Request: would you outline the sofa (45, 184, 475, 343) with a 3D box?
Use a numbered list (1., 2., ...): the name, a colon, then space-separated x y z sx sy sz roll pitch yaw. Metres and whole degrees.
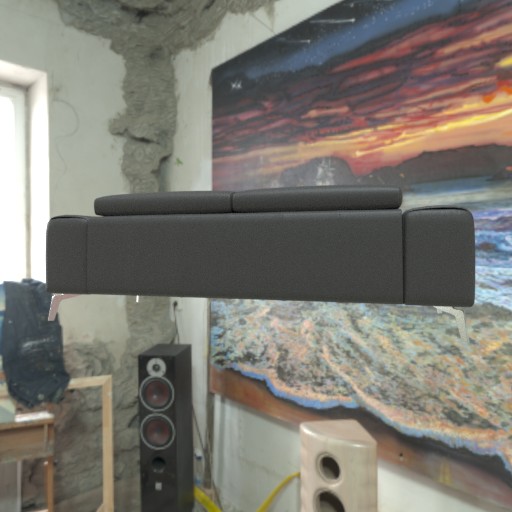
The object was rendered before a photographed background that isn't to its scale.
1. sofa: 0.000 0.000 2.766 2.321 0.759 1.023 0 1 16
